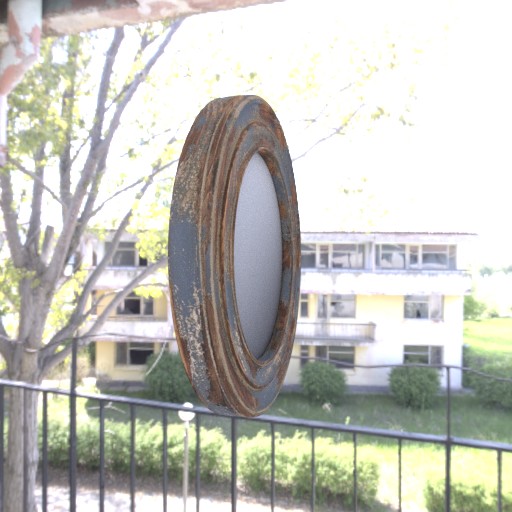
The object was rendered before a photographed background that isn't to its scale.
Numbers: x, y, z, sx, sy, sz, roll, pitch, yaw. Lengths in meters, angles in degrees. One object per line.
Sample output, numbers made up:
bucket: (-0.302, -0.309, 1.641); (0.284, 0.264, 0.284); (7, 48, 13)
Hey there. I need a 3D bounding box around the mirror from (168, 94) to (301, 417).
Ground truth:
mirror: (0.000, 0.000, 0.853); (0.061, 0.585, 0.585); (0, 0, 17)
